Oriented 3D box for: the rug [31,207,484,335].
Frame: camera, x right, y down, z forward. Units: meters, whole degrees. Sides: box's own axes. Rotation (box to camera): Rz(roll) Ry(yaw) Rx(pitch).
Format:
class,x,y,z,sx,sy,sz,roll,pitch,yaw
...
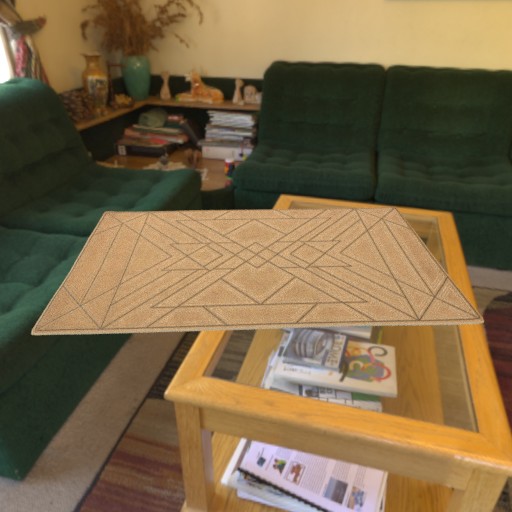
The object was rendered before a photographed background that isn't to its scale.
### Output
class,x,y,z,sx,sy,sz,roll,pitch,yaw
rug,0.000,0.000,3.065,2.459,0.023,1.575,-1,30,-2
